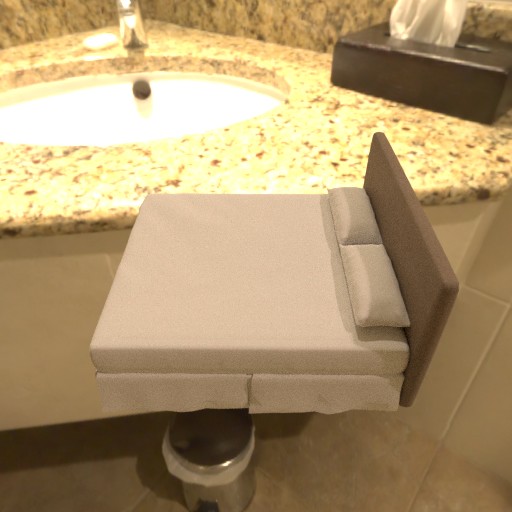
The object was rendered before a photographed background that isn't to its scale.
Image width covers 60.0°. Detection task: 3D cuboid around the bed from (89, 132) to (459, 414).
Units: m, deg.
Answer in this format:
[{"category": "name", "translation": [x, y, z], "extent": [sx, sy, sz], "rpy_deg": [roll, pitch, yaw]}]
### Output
[{"category": "bed", "translation": [0.000, 0.000, 3.664], "extent": [2.341, 1.317, 2.119], "rpy_deg": [0, 40, 0]}]
